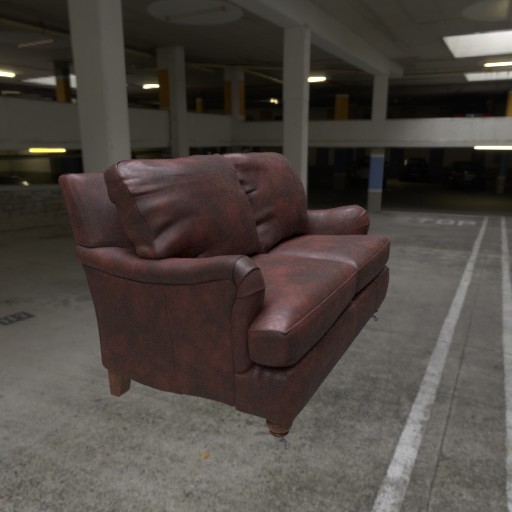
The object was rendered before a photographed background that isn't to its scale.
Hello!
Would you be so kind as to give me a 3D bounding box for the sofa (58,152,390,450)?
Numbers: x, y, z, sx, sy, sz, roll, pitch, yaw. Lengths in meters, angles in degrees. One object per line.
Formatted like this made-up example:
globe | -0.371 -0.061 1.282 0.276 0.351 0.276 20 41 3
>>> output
sofa | 0.000 0.000 2.381 1.148 1.070 1.628 8 16 27
